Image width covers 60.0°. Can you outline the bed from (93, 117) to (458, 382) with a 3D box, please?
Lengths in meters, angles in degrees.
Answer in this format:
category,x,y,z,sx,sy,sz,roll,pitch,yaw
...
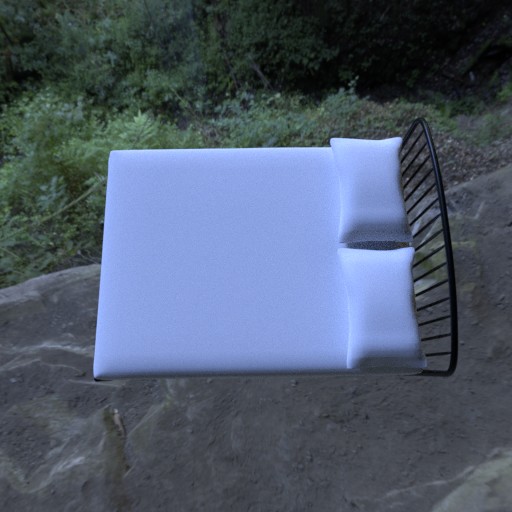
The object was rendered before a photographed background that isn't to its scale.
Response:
category,x,y,z,sx,sy,sz,roll,pitch,yaw
bed,0.000,0.000,3.012,2.159,1.166,1.618,-1,75,0
